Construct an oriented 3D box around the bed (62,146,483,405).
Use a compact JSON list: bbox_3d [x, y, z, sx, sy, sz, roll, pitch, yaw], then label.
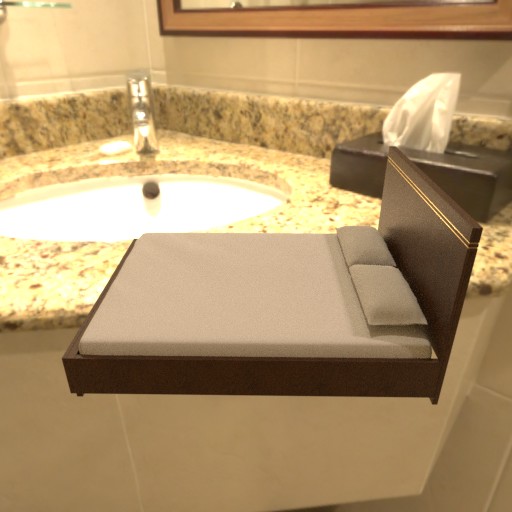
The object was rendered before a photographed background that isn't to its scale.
[{"bbox_3d":[0.000,0.000,3.140,2.221,1.169,1.613,0,28,1],"label":"bed"}]
